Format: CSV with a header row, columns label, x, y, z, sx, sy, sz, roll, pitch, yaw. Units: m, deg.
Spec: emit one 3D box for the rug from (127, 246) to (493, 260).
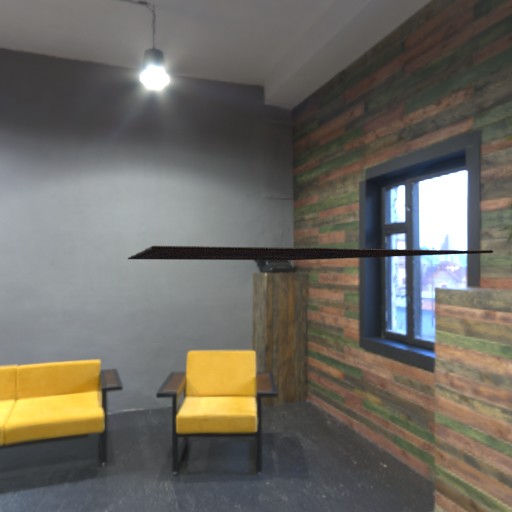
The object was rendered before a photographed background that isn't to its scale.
label,x,y,z,sx,sy,sz,roll,pitch,yaw
rug,0.000,0.000,2.266,1.207,0.012,1.820,0,-1,-18
